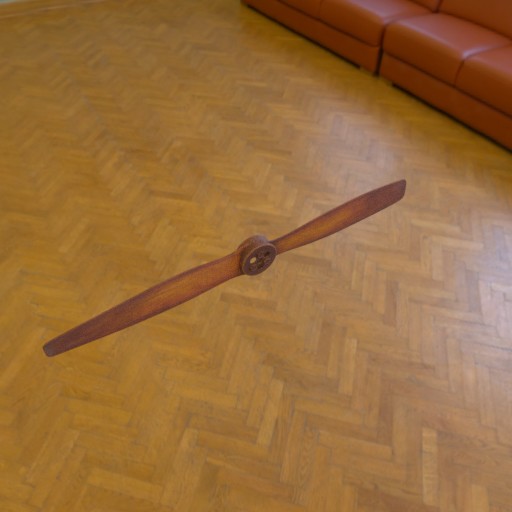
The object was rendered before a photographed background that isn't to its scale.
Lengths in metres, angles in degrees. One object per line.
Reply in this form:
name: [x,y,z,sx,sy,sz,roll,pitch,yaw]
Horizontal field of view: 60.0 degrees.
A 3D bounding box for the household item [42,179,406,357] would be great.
household item: [0.000,0.000,1.263,1.181,0.121,0.051,-25,51,-22]
